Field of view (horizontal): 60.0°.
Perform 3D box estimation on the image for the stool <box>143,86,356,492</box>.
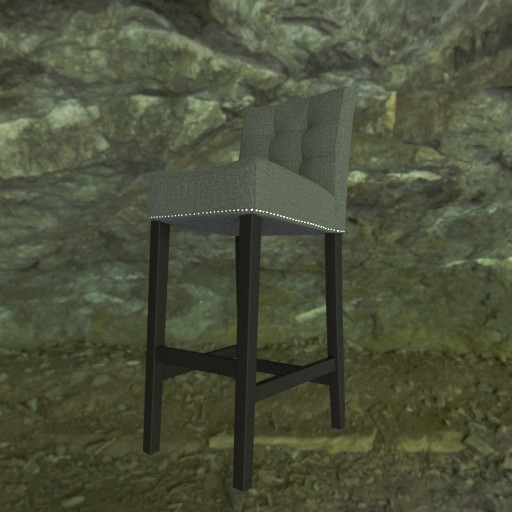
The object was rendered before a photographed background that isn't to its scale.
[{"bbox_3d":[0.000,0.000,1.296,0.411,1.047,0.548,0,0,36],"label":"stool"}]
